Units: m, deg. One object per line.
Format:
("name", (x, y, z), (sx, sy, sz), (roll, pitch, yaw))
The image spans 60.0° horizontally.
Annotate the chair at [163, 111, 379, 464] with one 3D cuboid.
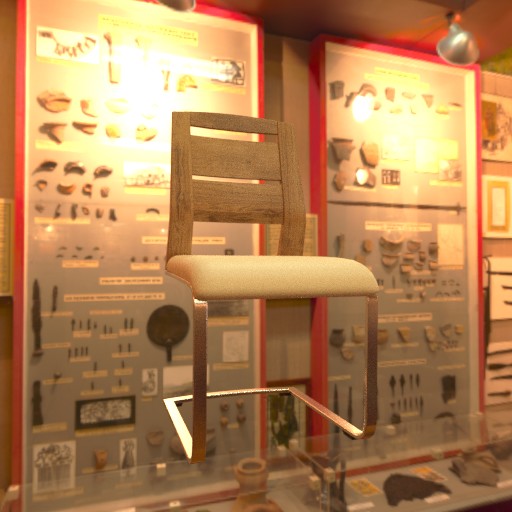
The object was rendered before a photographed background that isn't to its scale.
("chair", (0.000, 0.000, 1.257), (0.457, 0.955, 0.561), (0, -1, -19))
